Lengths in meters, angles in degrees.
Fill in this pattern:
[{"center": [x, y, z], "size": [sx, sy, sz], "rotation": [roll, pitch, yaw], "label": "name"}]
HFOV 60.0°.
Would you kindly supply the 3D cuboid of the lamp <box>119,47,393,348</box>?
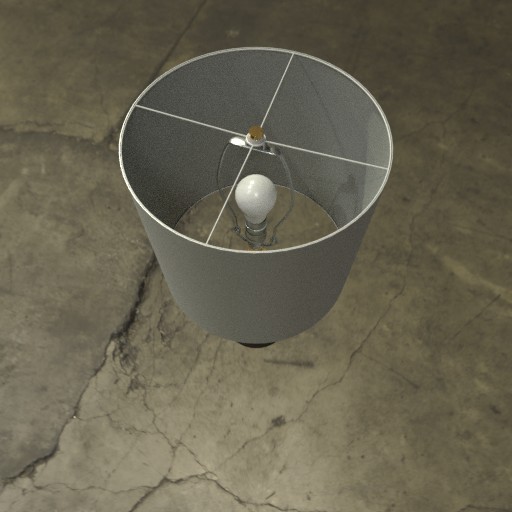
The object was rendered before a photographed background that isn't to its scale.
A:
[{"center": [0.000, 0.000, 0.752], "size": [0.308, 0.580, 0.308], "rotation": [17, 62, 9], "label": "lamp"}]
